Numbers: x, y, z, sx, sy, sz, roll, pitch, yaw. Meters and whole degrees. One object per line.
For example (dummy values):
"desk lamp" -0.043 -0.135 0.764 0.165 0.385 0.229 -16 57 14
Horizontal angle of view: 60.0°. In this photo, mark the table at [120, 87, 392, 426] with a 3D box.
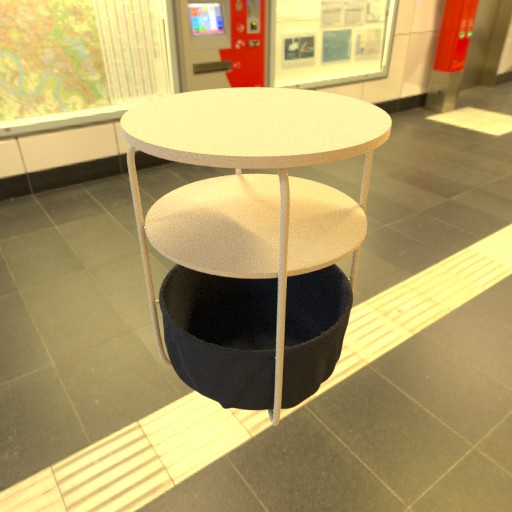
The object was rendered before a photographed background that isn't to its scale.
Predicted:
"table" 0.000 0.000 0.844 0.418 0.532 0.418 20 36 29
